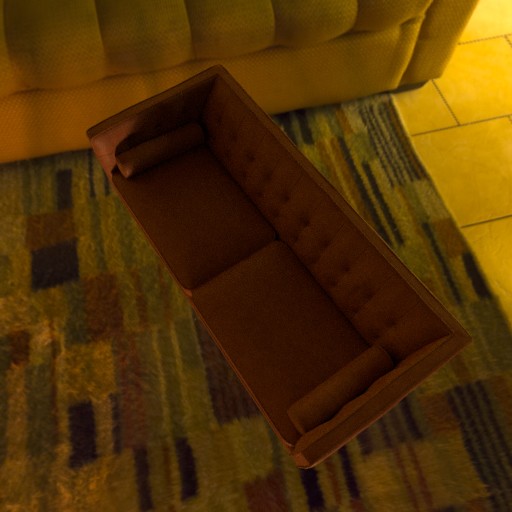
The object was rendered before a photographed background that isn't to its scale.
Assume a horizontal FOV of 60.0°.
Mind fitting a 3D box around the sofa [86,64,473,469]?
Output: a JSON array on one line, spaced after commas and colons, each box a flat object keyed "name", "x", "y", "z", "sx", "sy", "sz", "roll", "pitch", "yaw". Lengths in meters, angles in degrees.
[{"name": "sofa", "x": 0.000, "y": 0.000, "z": 2.530, "sx": 0.912, "sy": 0.798, "sz": 2.079, "roll": -32, "pitch": 69, "yaw": -14}]
